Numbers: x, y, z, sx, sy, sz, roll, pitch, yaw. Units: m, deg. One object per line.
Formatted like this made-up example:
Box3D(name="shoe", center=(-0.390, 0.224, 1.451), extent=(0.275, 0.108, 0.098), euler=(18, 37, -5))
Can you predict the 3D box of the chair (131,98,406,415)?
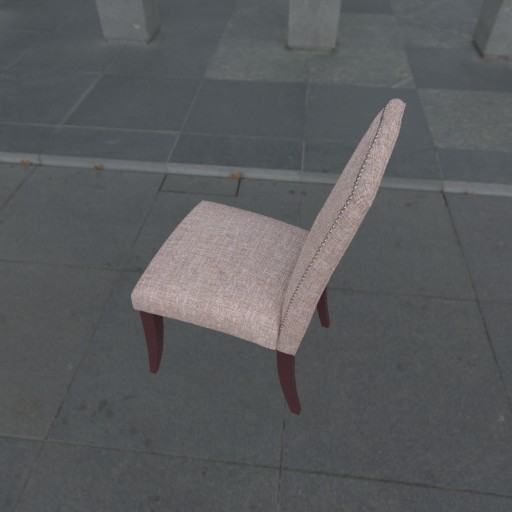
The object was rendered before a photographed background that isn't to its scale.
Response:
Box3D(name="chair", center=(0.000, 0.000, 1.396), extent=(0.660, 1.016, 0.513), euler=(16, 48, 15))
